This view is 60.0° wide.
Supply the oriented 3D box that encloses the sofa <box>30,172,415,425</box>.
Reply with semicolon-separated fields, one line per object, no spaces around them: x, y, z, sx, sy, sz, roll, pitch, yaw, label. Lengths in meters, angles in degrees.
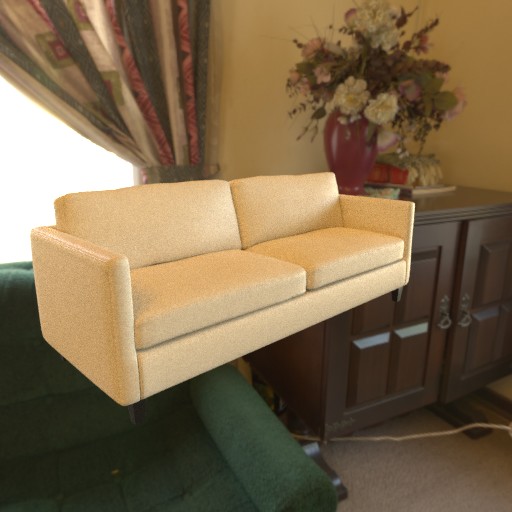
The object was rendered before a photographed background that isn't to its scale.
0.000;0.000;2.861;2.434;0.965;0.948;-13;20;-42;sofa
